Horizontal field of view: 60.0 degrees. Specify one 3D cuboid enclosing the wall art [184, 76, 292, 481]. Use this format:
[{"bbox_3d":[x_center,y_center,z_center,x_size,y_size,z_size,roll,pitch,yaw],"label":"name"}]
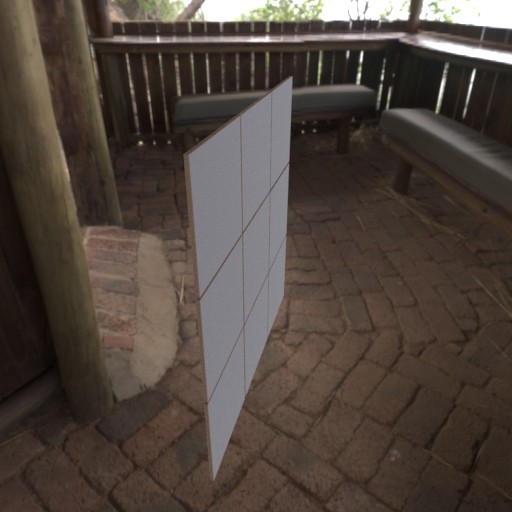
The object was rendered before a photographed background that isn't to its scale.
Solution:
[{"bbox_3d":[0.000,0.000,2.281,0.017,1.521,1.527,8,31,13],"label":"wall art"}]
